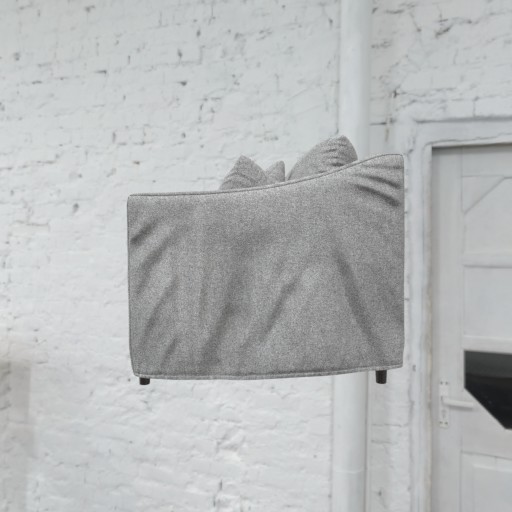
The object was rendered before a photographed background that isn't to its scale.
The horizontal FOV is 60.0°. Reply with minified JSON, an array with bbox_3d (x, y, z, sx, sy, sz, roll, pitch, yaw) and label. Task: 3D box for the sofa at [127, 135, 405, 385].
[{"bbox_3d":[0.000,0.000,2.618,1.072,1.018,2.010,0,-1,-2],"label":"sofa"}]
